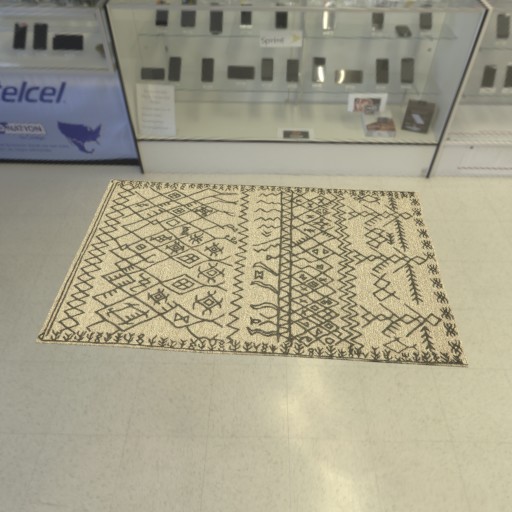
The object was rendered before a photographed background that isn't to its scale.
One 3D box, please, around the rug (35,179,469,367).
[{"bbox_3d":[0.000,0.000,3.009,2.444,0.012,1.530,3,47,2],"label":"rug"}]
